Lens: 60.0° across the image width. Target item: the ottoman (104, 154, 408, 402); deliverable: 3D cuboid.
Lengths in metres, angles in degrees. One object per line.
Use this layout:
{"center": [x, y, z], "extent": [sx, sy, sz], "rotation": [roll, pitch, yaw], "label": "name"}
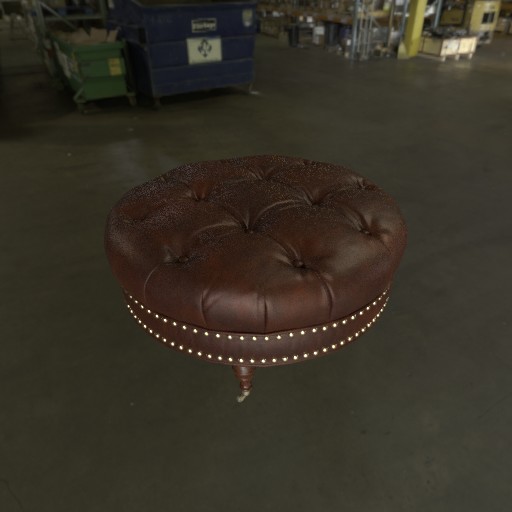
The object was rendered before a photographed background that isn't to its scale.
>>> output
{"center": [0.000, 0.000, 1.423], "extent": [0.901, 0.455, 0.901], "rotation": [0, 33, 0], "label": "ottoman"}
